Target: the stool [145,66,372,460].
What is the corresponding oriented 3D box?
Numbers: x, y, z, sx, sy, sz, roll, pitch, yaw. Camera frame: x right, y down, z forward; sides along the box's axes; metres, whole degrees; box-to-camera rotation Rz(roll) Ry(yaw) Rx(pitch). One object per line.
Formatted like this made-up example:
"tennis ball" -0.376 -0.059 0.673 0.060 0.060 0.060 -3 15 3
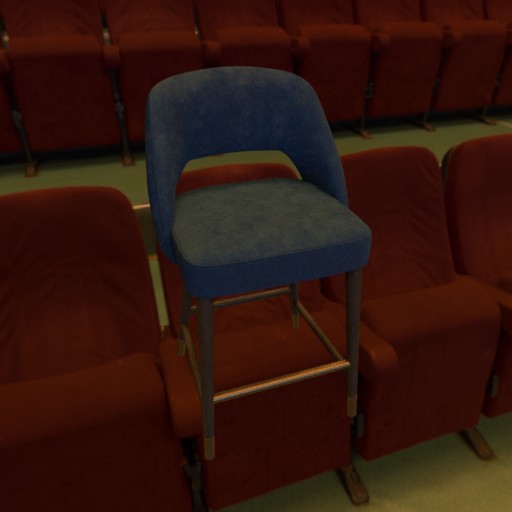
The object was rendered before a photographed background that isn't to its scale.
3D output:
"stool" 0.000 0.000 1.245 0.536 0.925 0.524 -10 32 -16
